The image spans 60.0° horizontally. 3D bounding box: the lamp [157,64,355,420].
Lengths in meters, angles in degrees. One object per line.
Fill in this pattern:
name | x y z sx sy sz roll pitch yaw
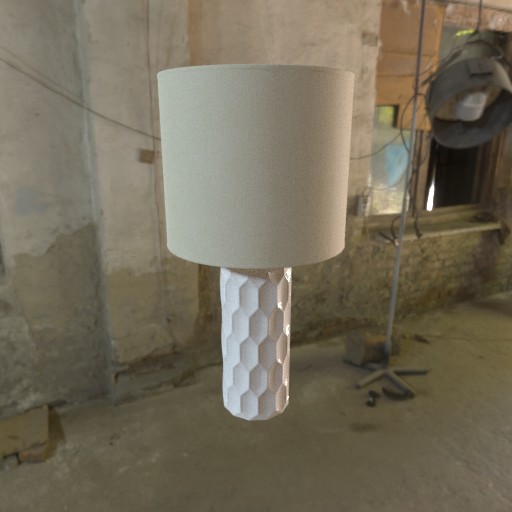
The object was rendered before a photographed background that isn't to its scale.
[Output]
lamp | 0.000 0.000 0.710 0.277 0.537 0.277 8 19 25
